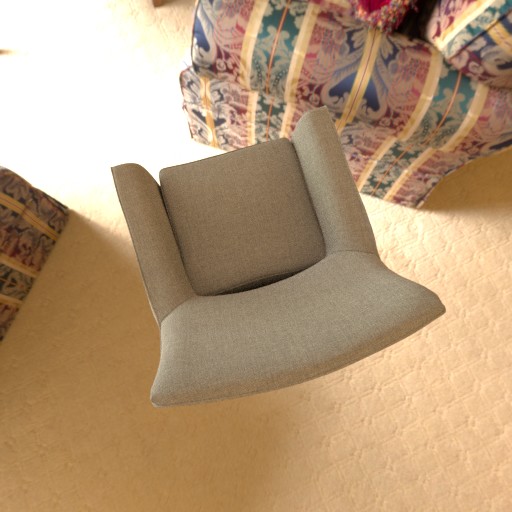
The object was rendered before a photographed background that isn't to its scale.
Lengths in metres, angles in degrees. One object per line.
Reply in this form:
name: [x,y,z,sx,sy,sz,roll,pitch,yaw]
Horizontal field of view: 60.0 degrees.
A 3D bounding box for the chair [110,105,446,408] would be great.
chair: [0.000,0.000,1.791,0.887,1.047,0.993,-17,76,-4]
